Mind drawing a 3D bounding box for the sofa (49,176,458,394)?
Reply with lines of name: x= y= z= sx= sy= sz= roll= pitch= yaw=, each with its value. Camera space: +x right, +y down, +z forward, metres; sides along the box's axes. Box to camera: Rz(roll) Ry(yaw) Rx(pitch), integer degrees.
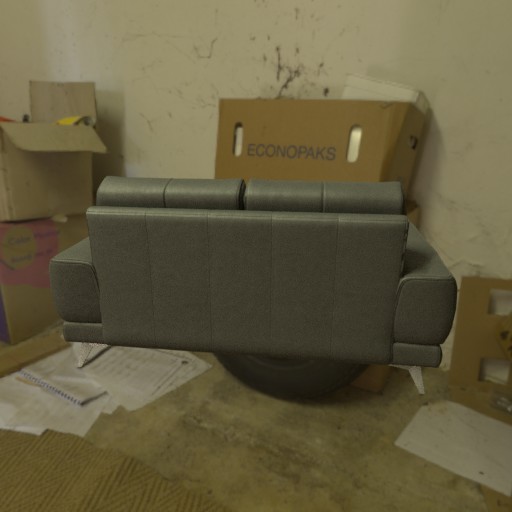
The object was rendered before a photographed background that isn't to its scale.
sofa: x=0.000 y=0.000 z=2.363 sx=1.806 sy=0.907 sz=1.018 roll=2 pitch=18 yaw=7
